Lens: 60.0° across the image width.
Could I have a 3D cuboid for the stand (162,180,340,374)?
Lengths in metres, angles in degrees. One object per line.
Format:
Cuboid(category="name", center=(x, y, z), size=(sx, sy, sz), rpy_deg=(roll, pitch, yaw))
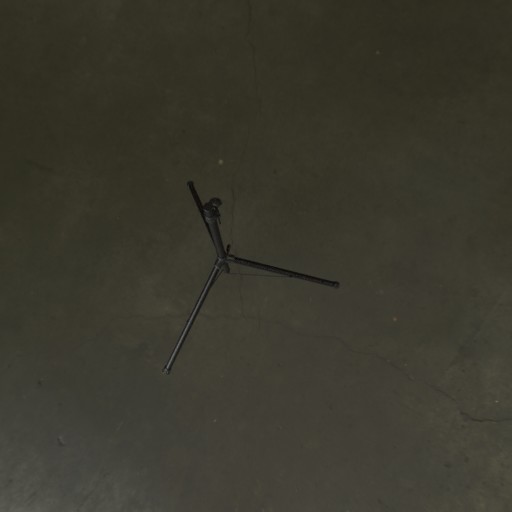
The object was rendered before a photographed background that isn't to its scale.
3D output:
Cuboid(category="stand", center=(0.000, 0.000, 2.820), size=(1.339, 1.595, 1.596), rpy_deg=(5, 76, 1))
